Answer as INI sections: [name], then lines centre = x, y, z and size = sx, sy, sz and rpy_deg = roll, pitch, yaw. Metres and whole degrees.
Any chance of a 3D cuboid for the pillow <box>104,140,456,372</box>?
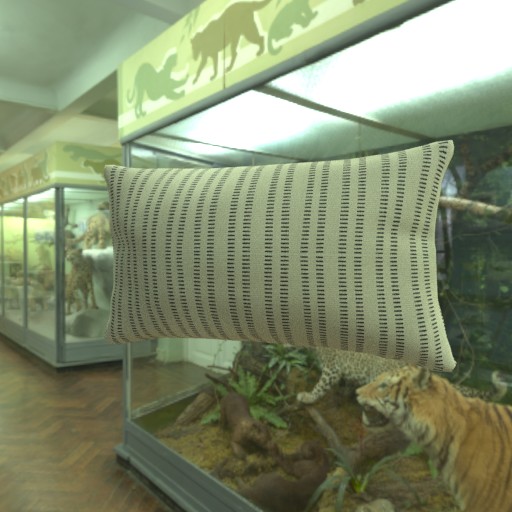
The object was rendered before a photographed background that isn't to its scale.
[pillow]
centre = 0.000, 0.000, 0.766
size = 0.640, 0.353, 0.210
rpy_deg = 0, 1, 19
